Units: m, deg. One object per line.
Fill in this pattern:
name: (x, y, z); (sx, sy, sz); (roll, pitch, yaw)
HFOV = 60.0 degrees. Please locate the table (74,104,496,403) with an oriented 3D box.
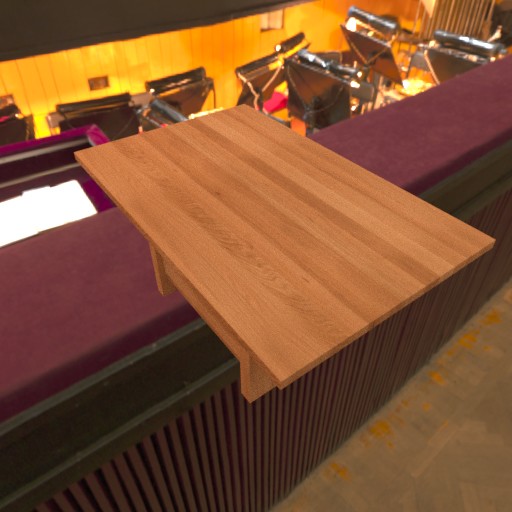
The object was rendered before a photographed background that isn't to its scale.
table: (0.000, 0.000, 1.466); (0.700, 0.510, 1.100); (-26, 47, -27)
